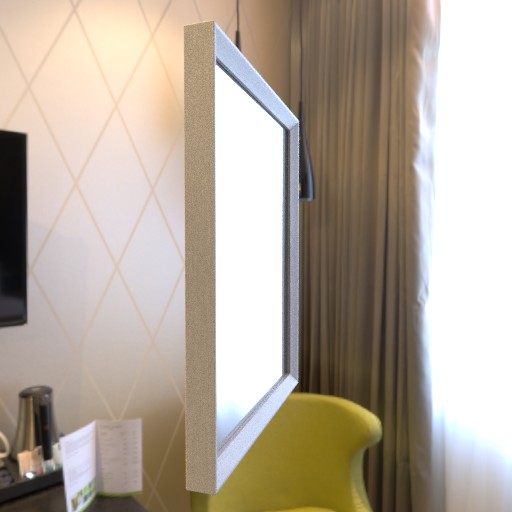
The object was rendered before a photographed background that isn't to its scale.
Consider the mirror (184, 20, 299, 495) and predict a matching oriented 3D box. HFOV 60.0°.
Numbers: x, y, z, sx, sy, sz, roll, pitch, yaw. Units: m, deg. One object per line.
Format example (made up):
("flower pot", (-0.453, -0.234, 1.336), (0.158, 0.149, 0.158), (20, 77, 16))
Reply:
("mirror", (0.000, 0.000, 0.672), (0.041, 0.509, 0.406), (1, 2, 18))
